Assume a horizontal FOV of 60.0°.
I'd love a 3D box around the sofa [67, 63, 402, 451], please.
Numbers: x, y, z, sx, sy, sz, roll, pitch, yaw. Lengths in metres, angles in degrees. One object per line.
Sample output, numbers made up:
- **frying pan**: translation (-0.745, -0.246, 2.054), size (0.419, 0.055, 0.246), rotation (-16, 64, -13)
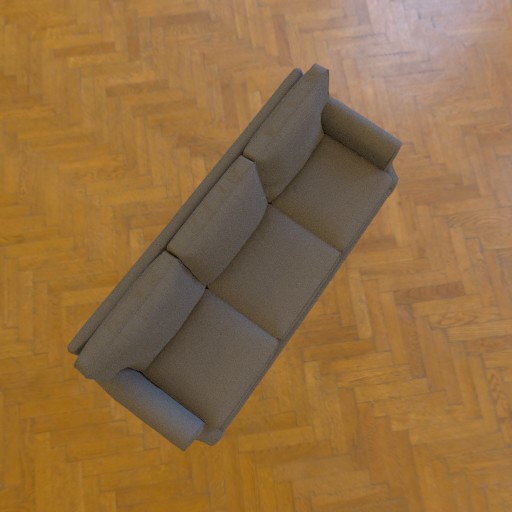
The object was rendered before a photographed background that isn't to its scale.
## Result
- **sofa**: translation (0.000, 0.000, 2.837), size (0.966, 0.948, 2.353), rotation (35, 78, 8)
